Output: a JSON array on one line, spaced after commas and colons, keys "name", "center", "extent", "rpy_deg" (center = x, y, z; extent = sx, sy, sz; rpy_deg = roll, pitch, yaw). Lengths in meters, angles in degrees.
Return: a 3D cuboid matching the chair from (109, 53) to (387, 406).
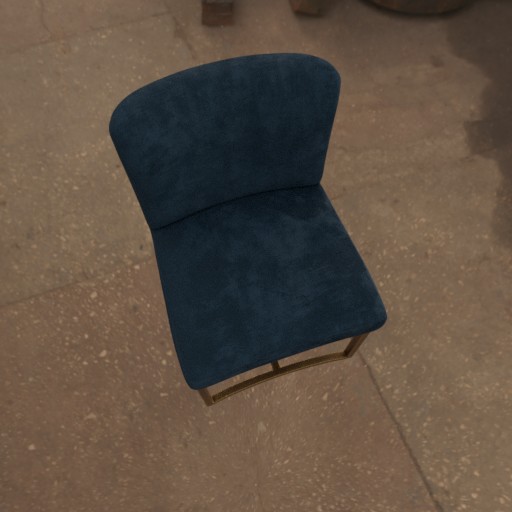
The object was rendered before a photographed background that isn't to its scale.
[{"name": "chair", "center": [0.000, 0.000, 1.178], "extent": [0.530, 0.824, 0.560], "rpy_deg": [-17, 64, -8]}]
